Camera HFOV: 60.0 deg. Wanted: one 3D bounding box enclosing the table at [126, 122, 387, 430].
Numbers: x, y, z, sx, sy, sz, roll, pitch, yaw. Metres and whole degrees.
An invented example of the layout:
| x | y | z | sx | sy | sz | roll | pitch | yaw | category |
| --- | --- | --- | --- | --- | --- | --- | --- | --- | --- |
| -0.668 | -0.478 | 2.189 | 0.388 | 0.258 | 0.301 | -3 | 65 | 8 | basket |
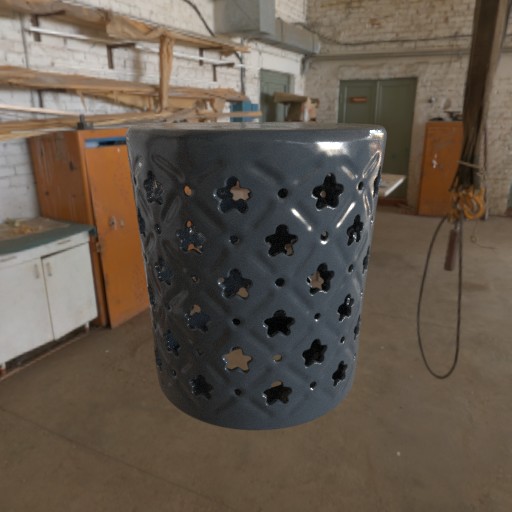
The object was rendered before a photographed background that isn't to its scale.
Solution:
| x | y | z | sx | sy | sz | roll | pitch | yaw | category |
| --- | --- | --- | --- | --- | --- | --- | --- | --- | --- |
| 0.000 | 0.000 | 0.672 | 0.352 | 0.387 | 0.352 | 0 | 18 | 0 | table |
